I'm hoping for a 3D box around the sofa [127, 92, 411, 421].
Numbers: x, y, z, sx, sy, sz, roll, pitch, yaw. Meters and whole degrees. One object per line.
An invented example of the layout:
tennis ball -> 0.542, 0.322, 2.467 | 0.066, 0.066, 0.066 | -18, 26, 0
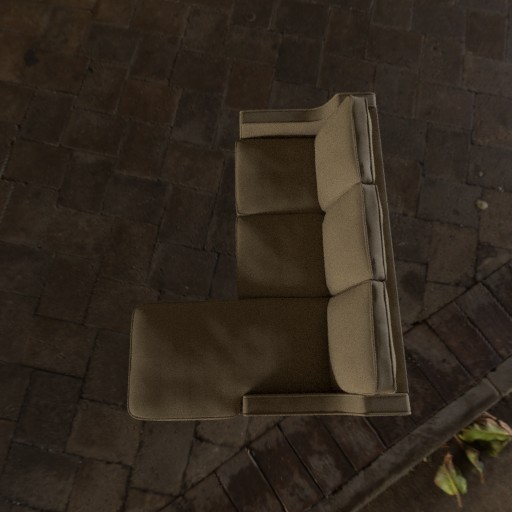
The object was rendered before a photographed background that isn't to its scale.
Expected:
sofa -> 0.000, 0.000, 3.337 | 1.858, 1.066, 2.317 | -1, 74, 0
